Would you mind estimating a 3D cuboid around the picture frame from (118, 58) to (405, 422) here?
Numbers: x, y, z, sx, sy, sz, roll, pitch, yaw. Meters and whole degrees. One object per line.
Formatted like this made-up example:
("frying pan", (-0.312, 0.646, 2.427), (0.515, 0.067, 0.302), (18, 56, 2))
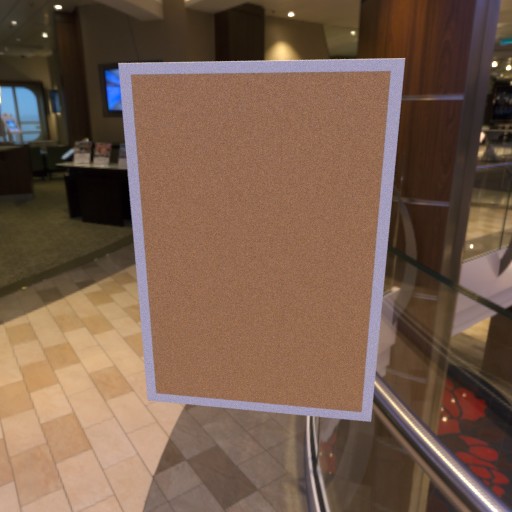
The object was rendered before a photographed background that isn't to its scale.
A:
("picture frame", (0.000, 0.000, 0.538), (0.305, 0.434, 0.013), (3, 18, 8))
